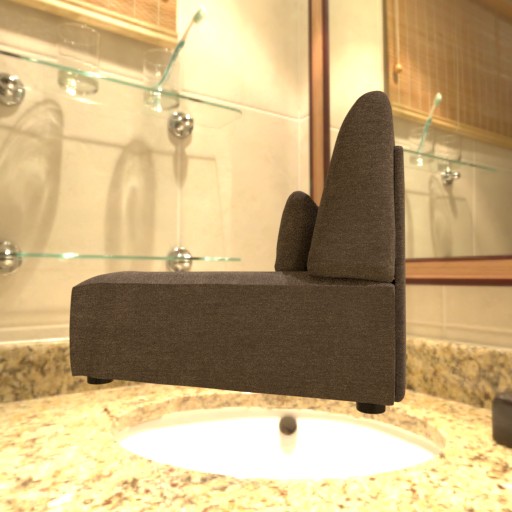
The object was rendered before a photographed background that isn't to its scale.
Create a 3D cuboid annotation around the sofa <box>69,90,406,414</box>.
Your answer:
[{"bbox_3d":[0.000,0.000,1.567,1.000,0.820,0.700,-1,-2,19],"label":"sofa"}]
